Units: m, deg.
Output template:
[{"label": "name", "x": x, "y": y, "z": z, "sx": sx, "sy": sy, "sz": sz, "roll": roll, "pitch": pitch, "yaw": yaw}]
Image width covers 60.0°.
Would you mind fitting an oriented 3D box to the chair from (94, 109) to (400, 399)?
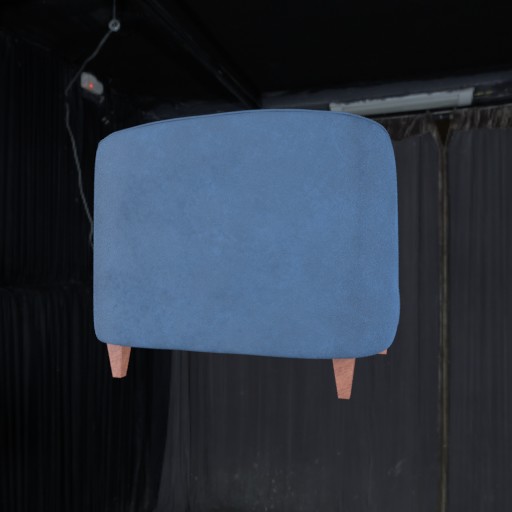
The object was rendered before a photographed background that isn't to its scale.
[{"label": "chair", "x": 0.000, "y": 0.000, "z": 1.776, "sx": 1.094, "sy": 0.852, "sz": 0.940, "roll": 0, "pitch": -1, "yaw": 18}]
